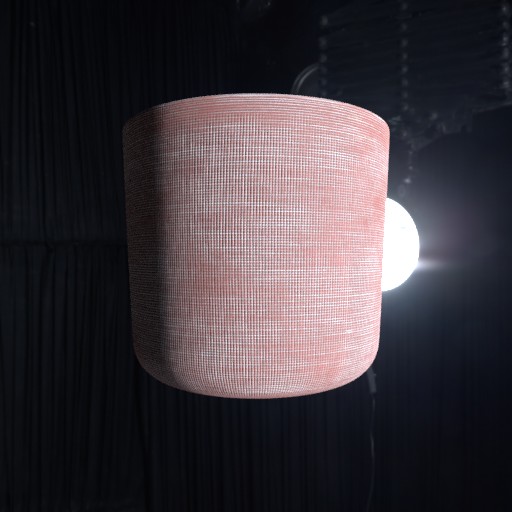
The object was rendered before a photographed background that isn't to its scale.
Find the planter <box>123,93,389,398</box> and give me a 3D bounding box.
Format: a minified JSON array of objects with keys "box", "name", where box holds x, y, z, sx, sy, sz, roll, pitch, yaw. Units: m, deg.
[{"box":[0.000,0.000,0.762,0.440,0.398,0.440,0,0,0],"name":"planter"}]
